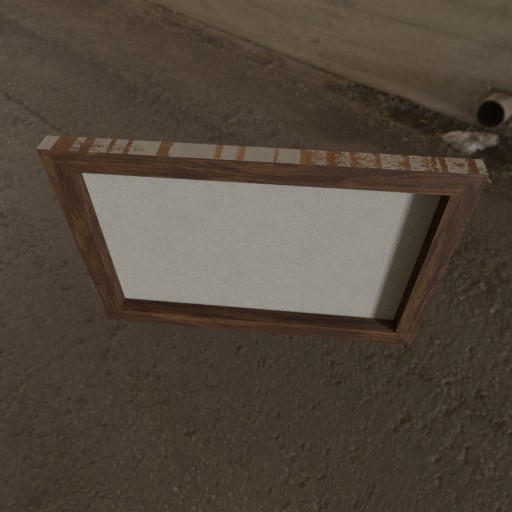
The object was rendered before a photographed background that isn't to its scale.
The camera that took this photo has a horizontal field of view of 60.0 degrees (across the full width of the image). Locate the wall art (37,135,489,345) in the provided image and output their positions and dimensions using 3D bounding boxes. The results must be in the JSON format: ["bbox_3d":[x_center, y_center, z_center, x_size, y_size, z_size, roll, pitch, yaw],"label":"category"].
[{"bbox_3d":[0.000,0.000,0.753,0.609,0.405,0.035,4,47,4],"label":"wall art"}]
